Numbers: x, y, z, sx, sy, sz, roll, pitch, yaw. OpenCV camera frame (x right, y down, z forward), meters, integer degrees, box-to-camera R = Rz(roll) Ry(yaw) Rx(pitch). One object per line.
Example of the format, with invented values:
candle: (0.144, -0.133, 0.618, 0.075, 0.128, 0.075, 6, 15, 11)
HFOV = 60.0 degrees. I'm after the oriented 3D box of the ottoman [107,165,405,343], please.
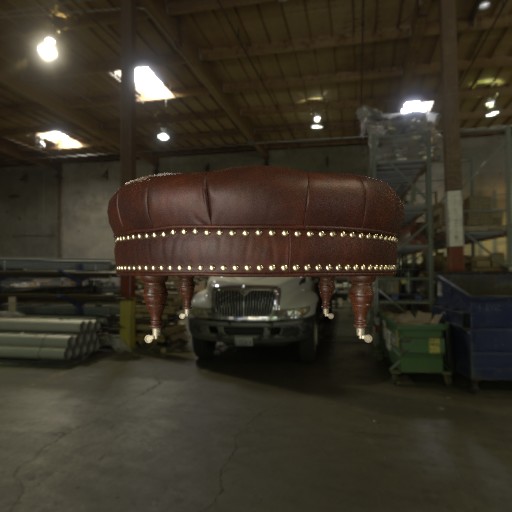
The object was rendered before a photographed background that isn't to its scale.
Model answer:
ottoman: (0.000, 0.000, 1.404, 0.901, 0.455, 0.901, 0, -2, 0)
